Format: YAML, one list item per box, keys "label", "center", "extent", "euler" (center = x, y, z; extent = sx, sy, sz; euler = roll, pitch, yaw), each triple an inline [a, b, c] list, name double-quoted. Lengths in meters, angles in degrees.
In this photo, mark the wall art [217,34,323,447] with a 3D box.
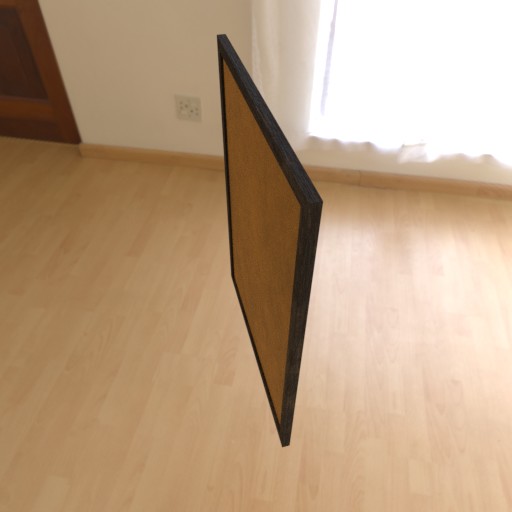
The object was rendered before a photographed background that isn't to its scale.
- label: "wall art"
  center: [0.000, 0.000, 1.414]
  extent: [0.029, 1.066, 0.812]
  euler: [-11, 47, -10]
